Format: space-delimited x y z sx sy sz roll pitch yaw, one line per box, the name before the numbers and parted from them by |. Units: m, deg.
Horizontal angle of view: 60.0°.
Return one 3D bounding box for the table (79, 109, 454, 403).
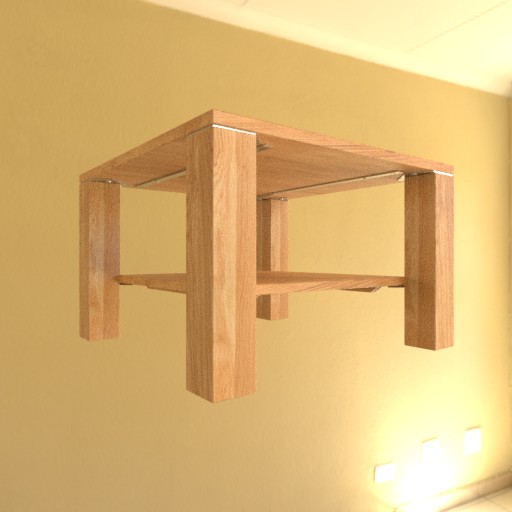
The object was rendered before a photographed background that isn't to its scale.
table | 0.000 0.000 1.163 0.700 0.450 0.700 0 0 -37
